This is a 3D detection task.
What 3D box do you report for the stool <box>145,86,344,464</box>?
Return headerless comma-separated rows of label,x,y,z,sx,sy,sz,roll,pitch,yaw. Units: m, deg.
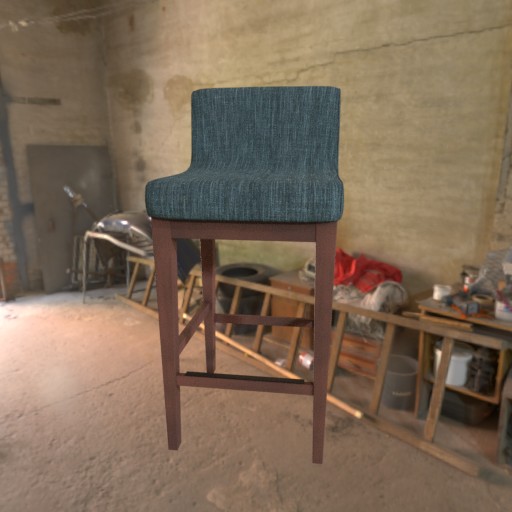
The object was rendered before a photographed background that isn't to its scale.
stool,0.000,0.000,1.097,0.395,0.835,0.459,2,14,8
